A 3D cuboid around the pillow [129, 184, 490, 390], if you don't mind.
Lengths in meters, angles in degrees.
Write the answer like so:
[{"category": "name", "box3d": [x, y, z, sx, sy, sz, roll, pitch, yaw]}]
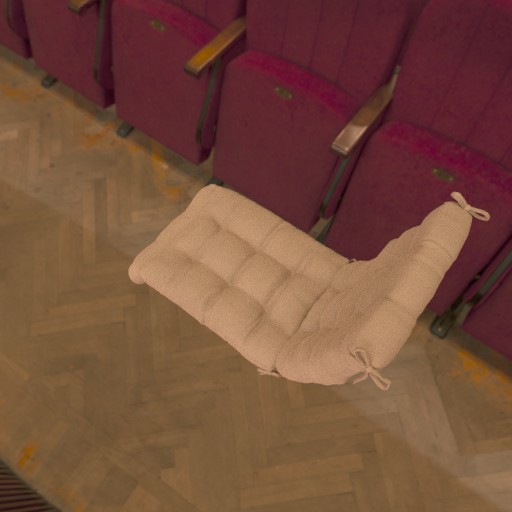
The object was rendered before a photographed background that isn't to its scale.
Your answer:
[{"category": "pillow", "box3d": [0.000, 0.000, 1.455, 1.016, 0.863, 0.526, 34, 68, 16]}]
